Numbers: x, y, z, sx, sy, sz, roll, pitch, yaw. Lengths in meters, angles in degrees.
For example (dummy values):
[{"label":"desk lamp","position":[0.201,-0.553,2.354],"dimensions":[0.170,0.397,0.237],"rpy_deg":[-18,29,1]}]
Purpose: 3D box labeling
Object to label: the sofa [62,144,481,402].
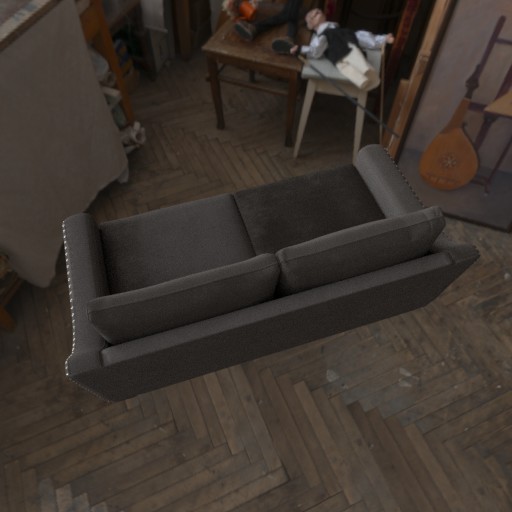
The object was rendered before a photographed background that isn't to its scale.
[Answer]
[{"label":"sofa","position":[0.000,0.000,3.234],"dimensions":[2.550,1.196,1.336],"rpy_deg":[-15,59,-9]}]
